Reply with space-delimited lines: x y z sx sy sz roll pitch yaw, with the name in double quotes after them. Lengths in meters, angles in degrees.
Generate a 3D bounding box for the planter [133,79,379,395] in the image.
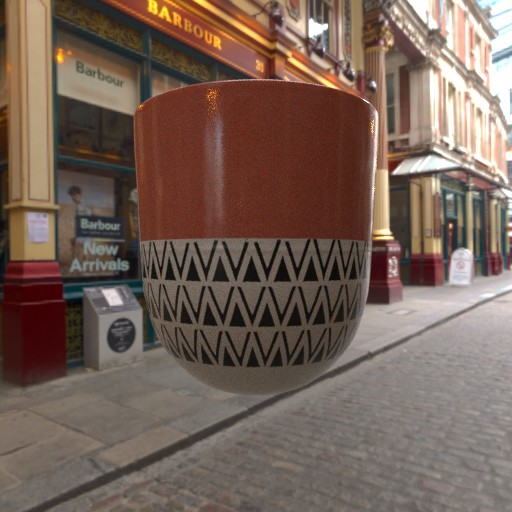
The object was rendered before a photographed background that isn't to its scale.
0.000 0.000 0.365 0.195 0.214 0.195 0 0 0 "planter"
